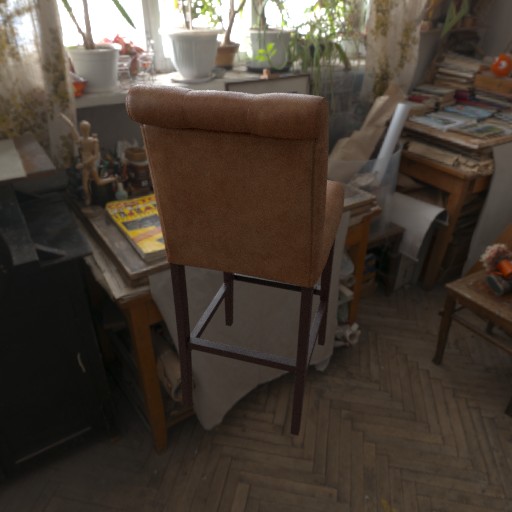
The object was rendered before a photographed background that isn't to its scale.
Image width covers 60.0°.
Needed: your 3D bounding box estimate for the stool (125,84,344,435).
[{"bbox_3d":[0.000,0.000,1.467,0.493,1.140,0.601,9,33,15],"label":"stool"}]
